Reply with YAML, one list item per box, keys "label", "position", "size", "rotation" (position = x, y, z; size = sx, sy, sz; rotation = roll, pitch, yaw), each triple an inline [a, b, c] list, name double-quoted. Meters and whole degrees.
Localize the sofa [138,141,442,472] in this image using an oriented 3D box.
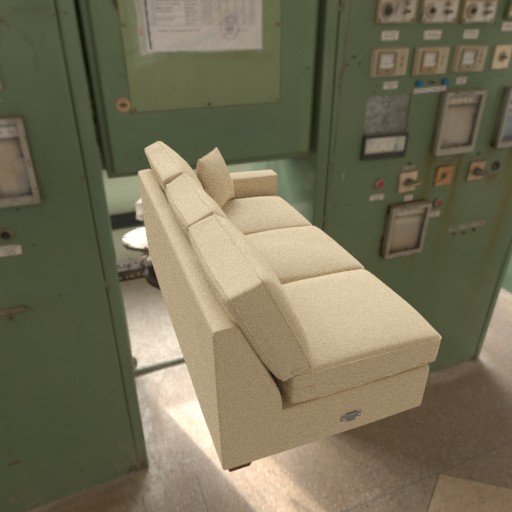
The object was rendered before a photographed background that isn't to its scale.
- label: "sofa"
  position: [0.000, 0.000, 2.544]
  size: [1.034, 0.946, 1.963]
  rotation: [-10, 30, -18]
